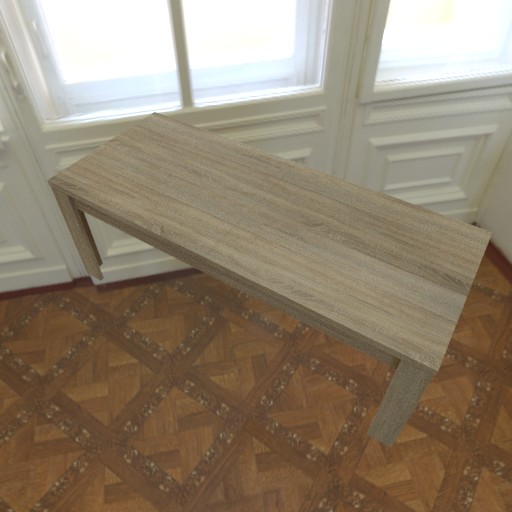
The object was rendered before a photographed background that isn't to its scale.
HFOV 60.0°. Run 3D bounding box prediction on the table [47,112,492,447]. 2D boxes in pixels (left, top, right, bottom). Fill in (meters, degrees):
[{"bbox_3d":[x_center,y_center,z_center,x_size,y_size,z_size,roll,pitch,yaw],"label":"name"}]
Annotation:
[{"bbox_3d":[0.000,0.000,2.625,2.200,0.790,0.900,25,52,22],"label":"table"}]
